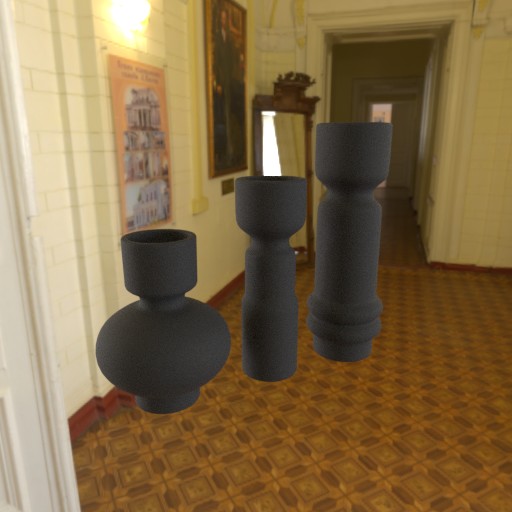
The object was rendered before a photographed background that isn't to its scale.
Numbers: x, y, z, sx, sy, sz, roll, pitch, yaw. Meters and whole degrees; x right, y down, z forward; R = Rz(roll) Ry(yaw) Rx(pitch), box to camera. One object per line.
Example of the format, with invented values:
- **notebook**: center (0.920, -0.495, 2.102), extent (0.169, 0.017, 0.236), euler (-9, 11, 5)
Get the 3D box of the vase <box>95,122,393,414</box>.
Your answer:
- **vase**: center (0.000, 0.000, 0.428), extent (0.307, 0.249, 0.120), euler (-8, 17, -27)
